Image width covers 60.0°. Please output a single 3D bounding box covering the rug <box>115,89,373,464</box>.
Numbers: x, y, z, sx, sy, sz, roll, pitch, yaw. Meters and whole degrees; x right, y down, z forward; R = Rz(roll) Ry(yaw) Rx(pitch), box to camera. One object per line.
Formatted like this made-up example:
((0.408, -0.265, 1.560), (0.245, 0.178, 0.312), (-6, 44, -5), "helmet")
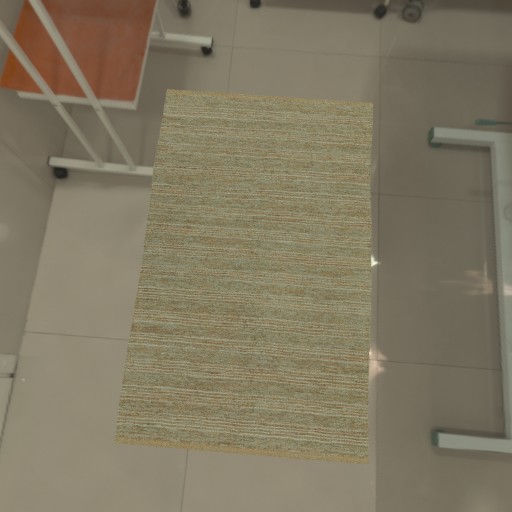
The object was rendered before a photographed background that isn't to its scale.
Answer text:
((0.000, 0.000, 2.958), (1.540, 0.012, 2.448), (4, 75, 1), "rug")
